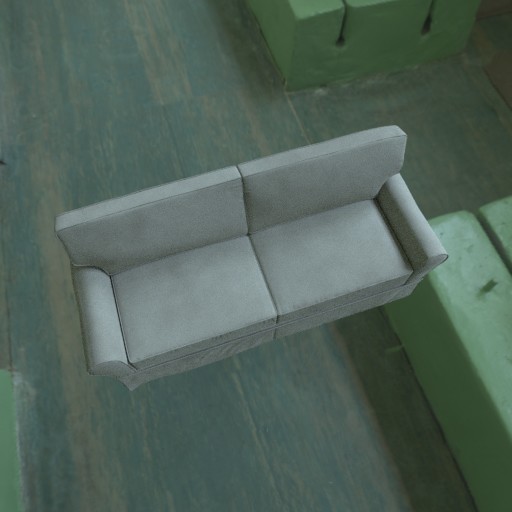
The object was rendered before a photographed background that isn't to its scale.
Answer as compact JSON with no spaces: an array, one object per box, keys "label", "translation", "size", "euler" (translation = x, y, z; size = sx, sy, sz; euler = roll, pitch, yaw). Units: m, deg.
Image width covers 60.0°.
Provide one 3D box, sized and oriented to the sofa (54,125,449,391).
[{"label":"sofa","translation":[0.000,0.000,2.812],"size":[2.246,1.014,0.900],"euler":[-17,65,-8]}]
